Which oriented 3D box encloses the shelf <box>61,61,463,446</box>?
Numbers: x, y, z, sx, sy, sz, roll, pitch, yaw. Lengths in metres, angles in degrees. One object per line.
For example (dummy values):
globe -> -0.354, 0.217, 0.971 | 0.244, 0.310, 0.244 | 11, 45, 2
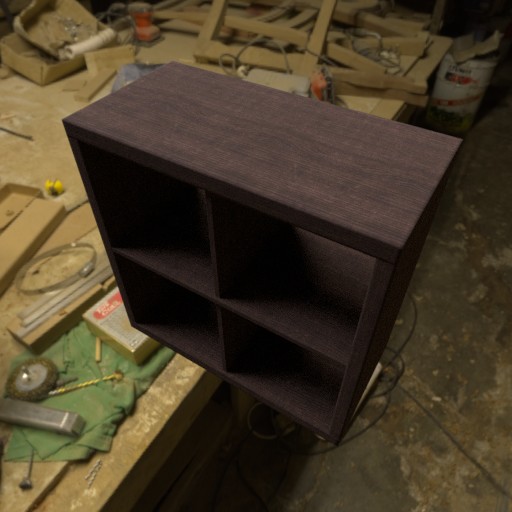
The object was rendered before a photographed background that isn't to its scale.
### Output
shelf -> 0.000, 0.000, 1.247 | 0.790, 0.786, 0.390 | 24, 50, 22
